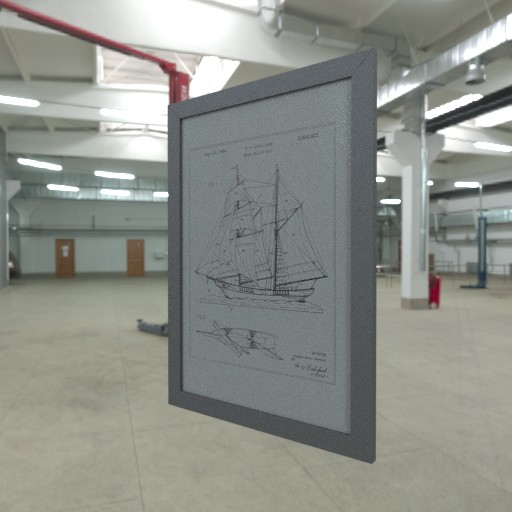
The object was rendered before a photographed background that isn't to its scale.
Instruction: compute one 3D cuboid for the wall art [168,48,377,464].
[{"bbox_3d":[0.000,0.000,0.684,0.380,0.534,0.013,1,1,36],"label":"wall art"}]
